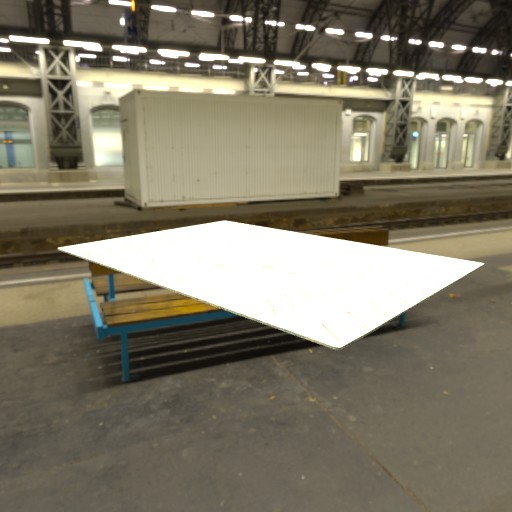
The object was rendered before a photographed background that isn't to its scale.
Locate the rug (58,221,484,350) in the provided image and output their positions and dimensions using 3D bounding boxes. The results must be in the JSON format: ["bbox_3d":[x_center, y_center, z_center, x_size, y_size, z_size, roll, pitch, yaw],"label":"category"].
[{"bbox_3d":[0.000,0.000,2.277,1.820,0.009,1.260,13,19,42],"label":"rug"}]
